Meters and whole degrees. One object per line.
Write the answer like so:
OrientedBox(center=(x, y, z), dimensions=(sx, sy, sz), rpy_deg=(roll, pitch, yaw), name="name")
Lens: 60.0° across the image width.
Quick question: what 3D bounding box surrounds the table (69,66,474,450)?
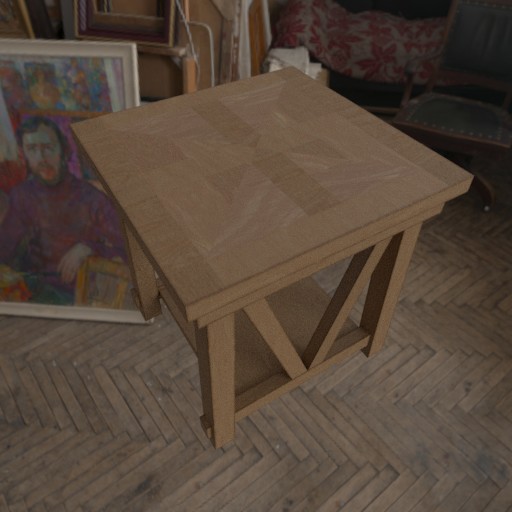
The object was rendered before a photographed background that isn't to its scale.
OrientedBox(center=(0.000, 0.000, 1.149), dimensions=(0.612, 0.638, 0.610), rpy_deg=(-24, 50, -22), name="table")
